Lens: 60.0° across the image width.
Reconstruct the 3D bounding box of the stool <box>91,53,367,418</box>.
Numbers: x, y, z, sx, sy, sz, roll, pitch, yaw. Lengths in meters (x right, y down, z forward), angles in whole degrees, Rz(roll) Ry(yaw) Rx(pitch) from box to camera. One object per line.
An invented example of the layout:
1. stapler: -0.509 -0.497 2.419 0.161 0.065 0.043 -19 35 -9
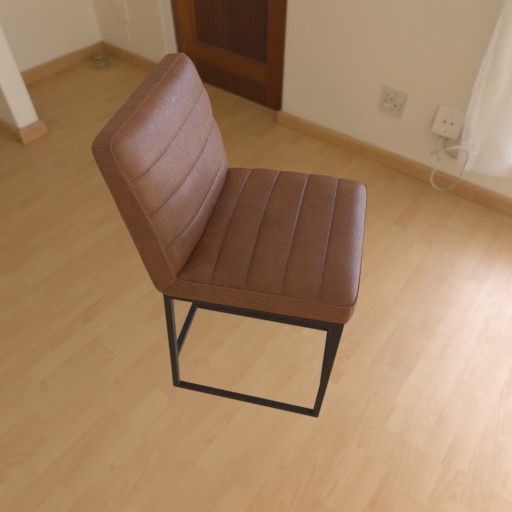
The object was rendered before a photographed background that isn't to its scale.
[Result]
1. stool: 0.000 0.000 1.250 0.556 0.940 0.458 10 48 9
